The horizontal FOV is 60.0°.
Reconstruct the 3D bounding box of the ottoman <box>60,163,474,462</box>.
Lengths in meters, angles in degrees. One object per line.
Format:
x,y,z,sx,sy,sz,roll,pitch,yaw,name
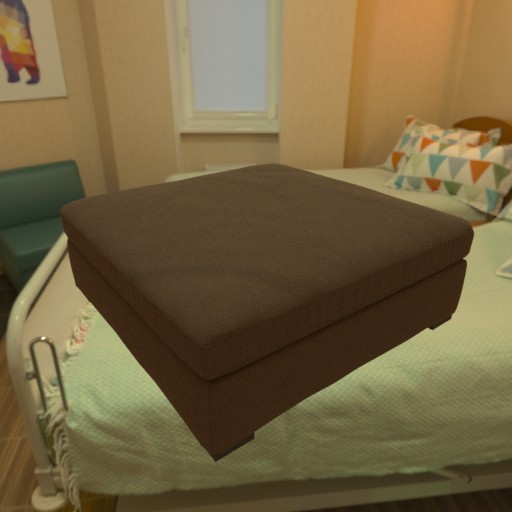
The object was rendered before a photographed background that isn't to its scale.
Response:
0.000,0.000,1.790,1.181,0.470,1.181,-18,31,-33,ottoman
